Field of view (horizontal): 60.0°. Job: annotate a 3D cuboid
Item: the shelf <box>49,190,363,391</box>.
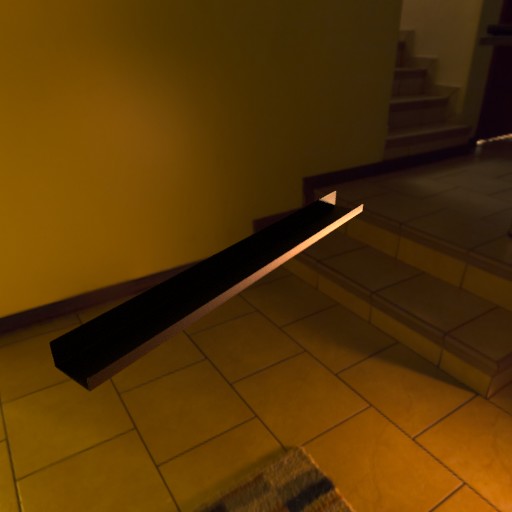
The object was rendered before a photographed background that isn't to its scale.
[{"bbox_3d":[0.000,0.000,0.986,0.092,0.049,0.924,18,32,32],"label":"shelf"}]
